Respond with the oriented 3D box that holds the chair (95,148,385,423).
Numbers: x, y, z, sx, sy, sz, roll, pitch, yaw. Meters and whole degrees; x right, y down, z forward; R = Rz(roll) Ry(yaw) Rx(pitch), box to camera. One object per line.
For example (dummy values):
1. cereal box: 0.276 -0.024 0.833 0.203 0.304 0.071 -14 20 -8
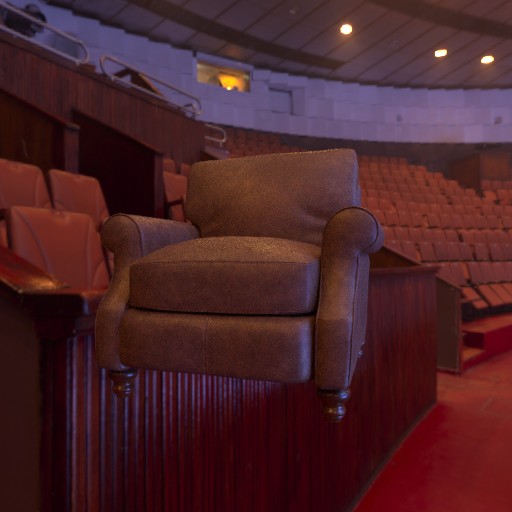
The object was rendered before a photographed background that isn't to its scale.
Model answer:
1. chair: 0.000 0.000 1.793 0.996 0.976 1.002 0 0 17
